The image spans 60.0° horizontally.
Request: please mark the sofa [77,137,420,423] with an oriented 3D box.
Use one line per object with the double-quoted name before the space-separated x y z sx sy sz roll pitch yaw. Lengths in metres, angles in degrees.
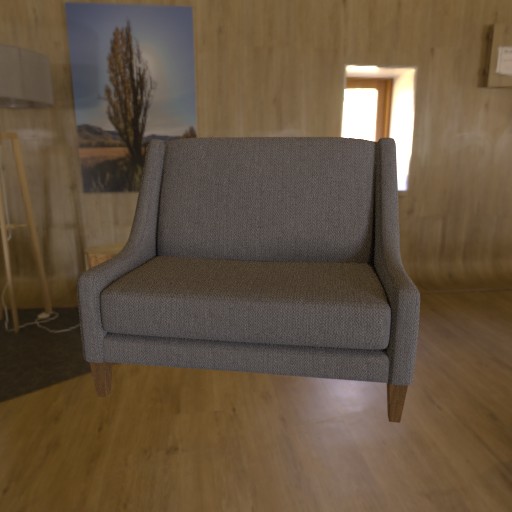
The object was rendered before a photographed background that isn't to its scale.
"sofa" 0.000 0.000 1.932 1.242 1.022 0.873 2 14 8
